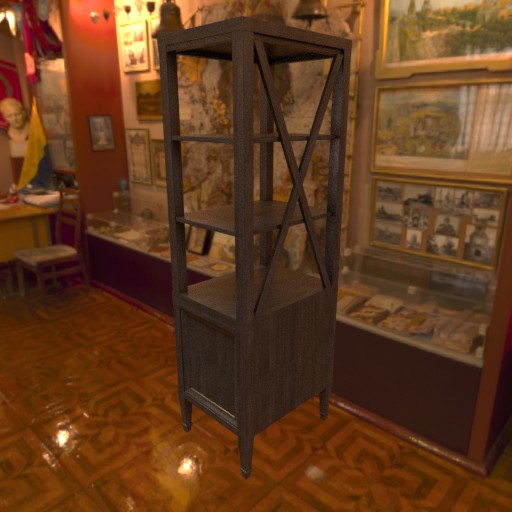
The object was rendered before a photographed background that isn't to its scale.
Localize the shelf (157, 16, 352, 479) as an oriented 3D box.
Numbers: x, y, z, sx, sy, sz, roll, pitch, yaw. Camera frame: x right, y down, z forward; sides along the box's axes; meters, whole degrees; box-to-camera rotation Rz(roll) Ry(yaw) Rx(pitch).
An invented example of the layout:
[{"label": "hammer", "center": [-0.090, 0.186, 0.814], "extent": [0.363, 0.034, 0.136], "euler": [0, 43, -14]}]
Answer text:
[{"label": "shelf", "center": [0.000, 0.000, 1.932], "extent": [0.584, 1.727, 0.472], "euler": [-16, 23, -42]}]
